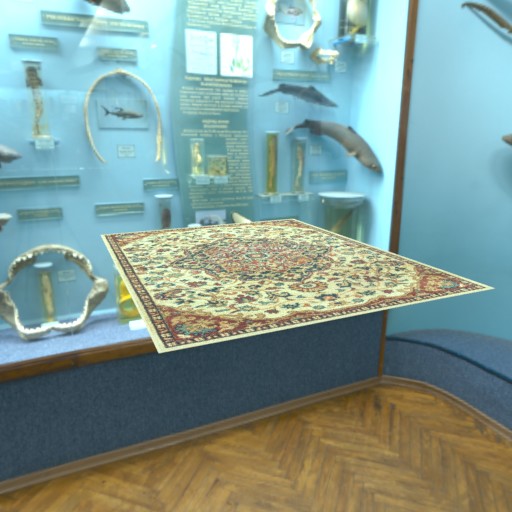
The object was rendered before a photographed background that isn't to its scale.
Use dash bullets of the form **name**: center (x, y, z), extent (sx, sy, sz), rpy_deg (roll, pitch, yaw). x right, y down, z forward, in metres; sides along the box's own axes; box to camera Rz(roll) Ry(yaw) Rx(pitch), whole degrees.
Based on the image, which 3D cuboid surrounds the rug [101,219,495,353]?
- **rug**: center (0.000, 0.000, 4.102), extent (2.454, 0.005, 3.067), rpy_deg (-7, 17, -23)
